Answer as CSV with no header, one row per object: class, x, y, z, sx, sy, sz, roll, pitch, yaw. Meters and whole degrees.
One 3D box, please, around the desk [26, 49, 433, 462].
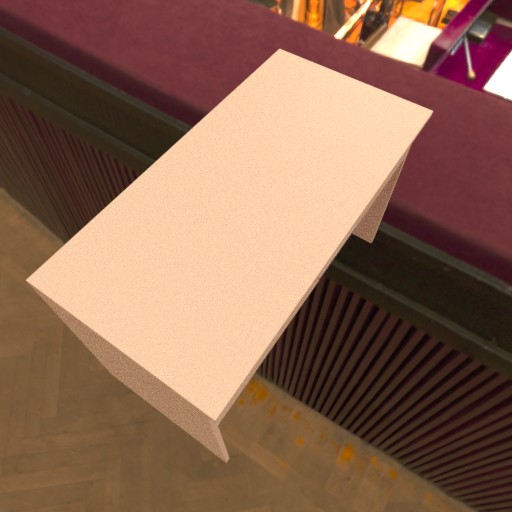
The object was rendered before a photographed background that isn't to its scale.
desk,0.000,0.000,1.508,0.560,0.730,1.100,30,63,17
